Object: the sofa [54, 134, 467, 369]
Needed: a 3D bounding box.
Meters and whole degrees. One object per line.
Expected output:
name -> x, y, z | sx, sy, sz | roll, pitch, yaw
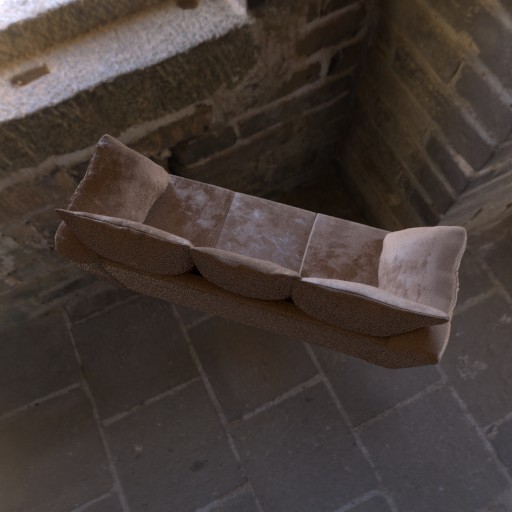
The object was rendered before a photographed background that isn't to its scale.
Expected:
sofa -> 0.000, 0.000, 2.852 | 2.377, 0.981, 0.893 | 16, 66, 7
